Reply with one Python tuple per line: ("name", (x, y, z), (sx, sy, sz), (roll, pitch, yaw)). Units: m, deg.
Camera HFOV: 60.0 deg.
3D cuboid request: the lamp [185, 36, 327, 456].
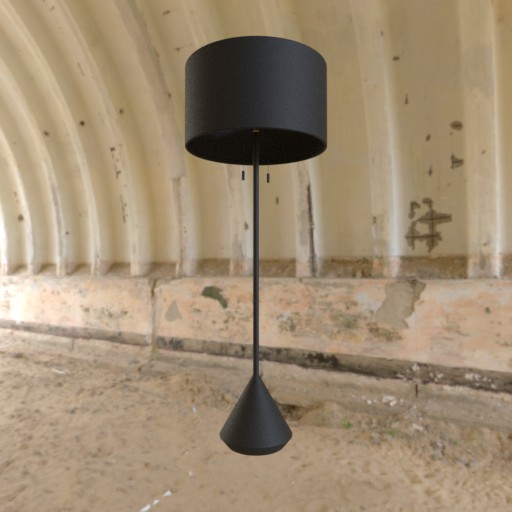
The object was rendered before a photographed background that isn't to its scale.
("lamp", (0.000, 0.000, 1.816), (0.580, 1.526, 0.580), (0, -1, -2))
